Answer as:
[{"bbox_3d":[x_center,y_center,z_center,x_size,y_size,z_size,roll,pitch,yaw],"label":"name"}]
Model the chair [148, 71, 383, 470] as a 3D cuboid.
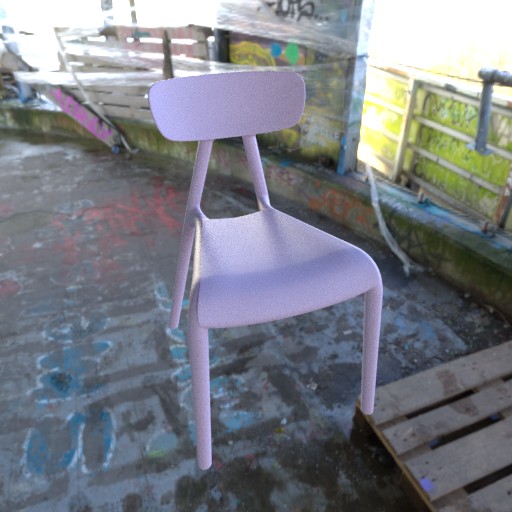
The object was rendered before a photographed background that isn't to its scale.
[{"bbox_3d":[0.000,0.000,0.827,0.356,0.580,0.401,-11,35,-17],"label":"chair"}]
